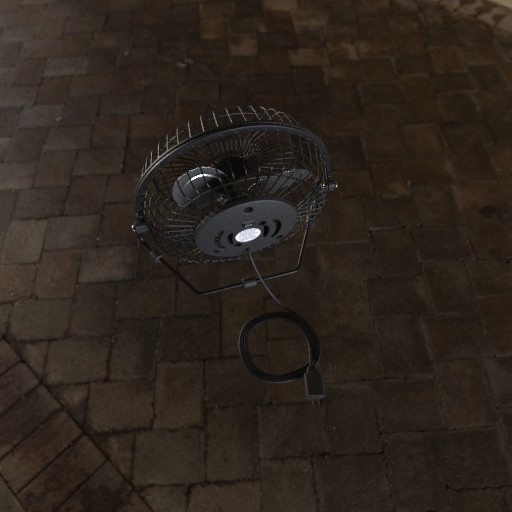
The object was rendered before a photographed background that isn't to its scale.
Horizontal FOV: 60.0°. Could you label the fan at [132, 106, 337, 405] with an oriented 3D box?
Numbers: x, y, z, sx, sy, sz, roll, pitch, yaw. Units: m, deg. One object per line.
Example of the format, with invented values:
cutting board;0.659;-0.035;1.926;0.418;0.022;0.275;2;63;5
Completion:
fan;0.000;0.000;0.379;0.209;0.188;0.227;-13;58;-8
